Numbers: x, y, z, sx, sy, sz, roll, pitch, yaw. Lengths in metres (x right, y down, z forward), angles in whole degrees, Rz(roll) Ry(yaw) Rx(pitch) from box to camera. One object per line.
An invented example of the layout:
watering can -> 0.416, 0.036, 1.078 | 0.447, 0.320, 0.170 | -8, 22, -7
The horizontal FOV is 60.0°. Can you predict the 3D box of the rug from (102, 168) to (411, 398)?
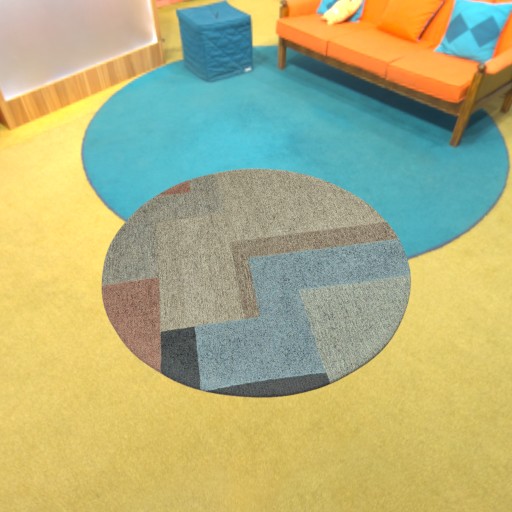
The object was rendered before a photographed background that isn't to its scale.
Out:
rug -> 0.000, 0.000, 3.620 | 2.461, 0.033, 2.461 | 0, 46, 0
